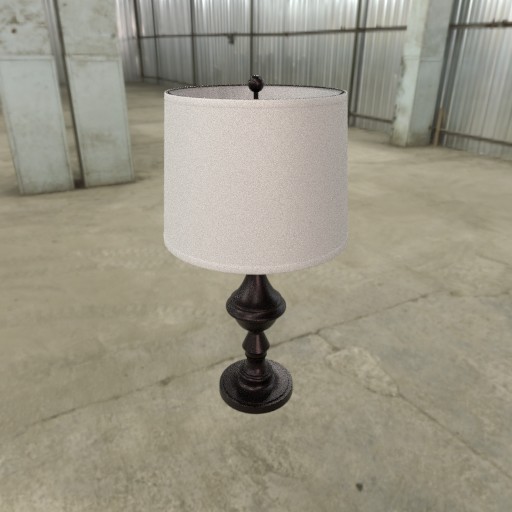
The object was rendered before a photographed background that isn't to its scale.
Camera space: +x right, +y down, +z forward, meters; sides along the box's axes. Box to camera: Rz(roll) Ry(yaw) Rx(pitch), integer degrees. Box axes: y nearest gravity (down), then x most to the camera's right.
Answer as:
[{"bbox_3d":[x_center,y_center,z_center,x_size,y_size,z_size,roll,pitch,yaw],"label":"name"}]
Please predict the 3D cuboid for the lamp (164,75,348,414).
[{"bbox_3d":[0.000,0.000,0.960,0.383,0.726,0.383,0,25,0],"label":"lamp"}]
